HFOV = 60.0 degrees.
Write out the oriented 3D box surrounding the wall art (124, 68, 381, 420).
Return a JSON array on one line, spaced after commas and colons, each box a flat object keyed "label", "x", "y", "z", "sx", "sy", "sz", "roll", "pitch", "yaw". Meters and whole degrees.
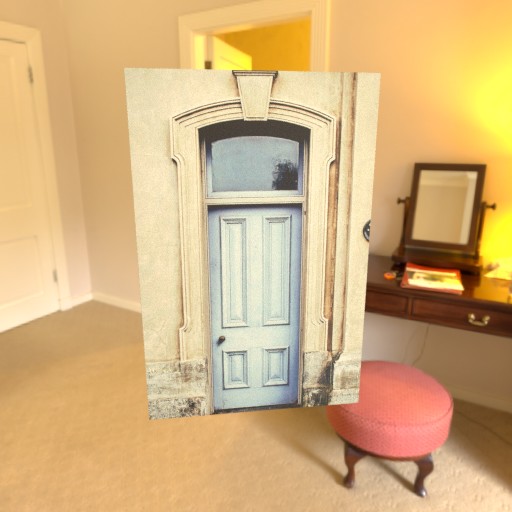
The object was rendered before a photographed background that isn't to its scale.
[{"label": "wall art", "x": 0.000, "y": 0.000, "z": 0.987, "sx": 0.508, "sy": 0.764, "sz": 0.038, "roll": -2, "pitch": 15, "yaw": -8}]
